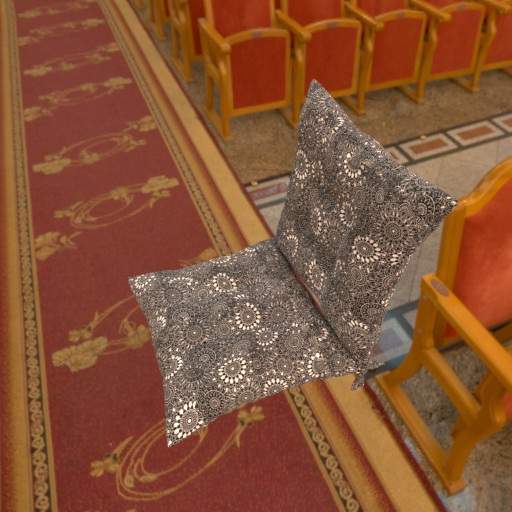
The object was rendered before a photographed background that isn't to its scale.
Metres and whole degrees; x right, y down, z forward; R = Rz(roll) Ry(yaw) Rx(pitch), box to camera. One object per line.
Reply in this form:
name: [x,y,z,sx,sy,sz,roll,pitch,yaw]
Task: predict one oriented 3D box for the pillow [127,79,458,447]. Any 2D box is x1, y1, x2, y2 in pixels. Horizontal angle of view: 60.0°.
pillow: [0.000,0.000,0.995,0.585,0.536,0.541,-16,47,-15]
